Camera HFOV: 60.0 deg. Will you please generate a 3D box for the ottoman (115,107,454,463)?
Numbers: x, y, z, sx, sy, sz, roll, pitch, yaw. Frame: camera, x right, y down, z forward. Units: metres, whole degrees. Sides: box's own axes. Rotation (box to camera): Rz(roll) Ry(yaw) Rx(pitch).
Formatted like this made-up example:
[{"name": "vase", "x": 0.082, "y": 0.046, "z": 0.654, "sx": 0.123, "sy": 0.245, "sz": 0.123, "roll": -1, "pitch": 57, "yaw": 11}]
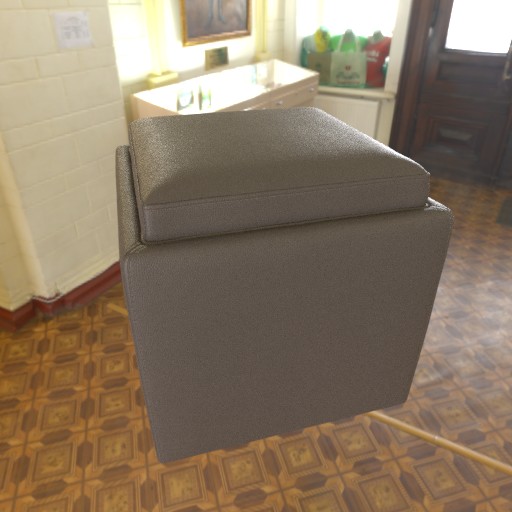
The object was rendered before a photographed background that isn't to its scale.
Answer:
[{"name": "ottoman", "x": 0.000, "y": 0.000, "z": 0.798, "sx": 0.450, "sy": 0.460, "sz": 0.451, "roll": -8, "pitch": 32, "yaw": -14}]
